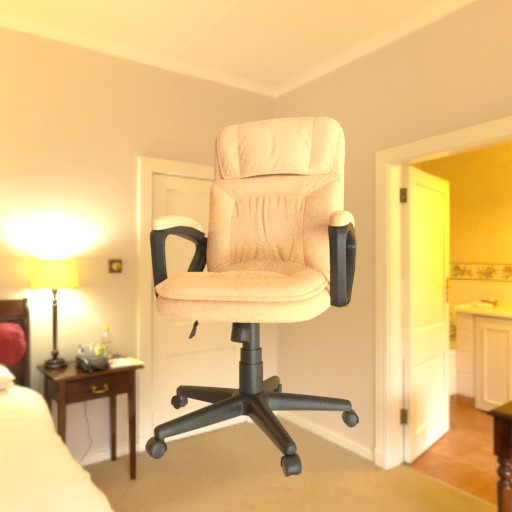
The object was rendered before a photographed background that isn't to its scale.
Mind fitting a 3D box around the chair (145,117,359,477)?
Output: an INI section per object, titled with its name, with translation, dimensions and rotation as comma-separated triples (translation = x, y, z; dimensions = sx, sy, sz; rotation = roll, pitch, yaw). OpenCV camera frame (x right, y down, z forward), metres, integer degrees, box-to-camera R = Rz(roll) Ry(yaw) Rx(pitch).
[chair]
translation = 0.000, 0.000, 1.484
dimensions = 0.667, 1.105, 0.724
rotation = 0, 0, 16
